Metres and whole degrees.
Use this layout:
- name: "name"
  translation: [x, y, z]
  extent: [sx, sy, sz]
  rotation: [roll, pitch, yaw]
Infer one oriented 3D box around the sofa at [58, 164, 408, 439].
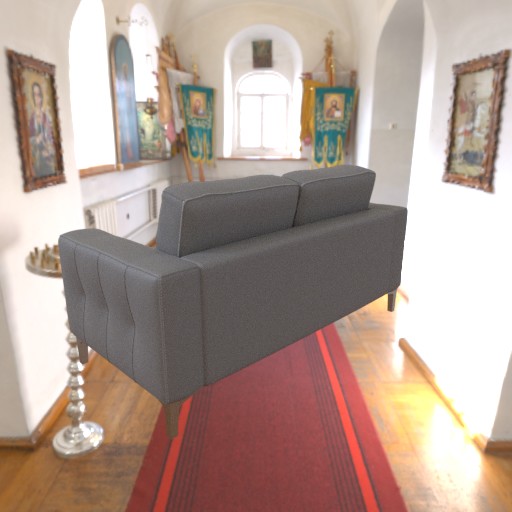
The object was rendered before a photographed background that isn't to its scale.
- name: "sofa"
  translation: [0.000, 0.000, 2.312]
  extent: [1.726, 0.892, 0.833]
  rotation: [-16, 23, -42]
